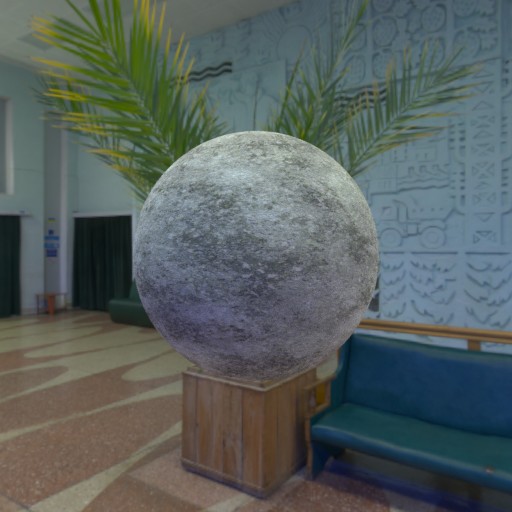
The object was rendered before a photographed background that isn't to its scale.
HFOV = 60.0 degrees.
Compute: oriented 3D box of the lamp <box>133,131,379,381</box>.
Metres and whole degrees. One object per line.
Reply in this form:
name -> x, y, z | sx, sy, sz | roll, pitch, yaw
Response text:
lamp -> 0.000, 0.000, 0.788 | 0.422, 0.429, 0.422 | 0, 1, 0
